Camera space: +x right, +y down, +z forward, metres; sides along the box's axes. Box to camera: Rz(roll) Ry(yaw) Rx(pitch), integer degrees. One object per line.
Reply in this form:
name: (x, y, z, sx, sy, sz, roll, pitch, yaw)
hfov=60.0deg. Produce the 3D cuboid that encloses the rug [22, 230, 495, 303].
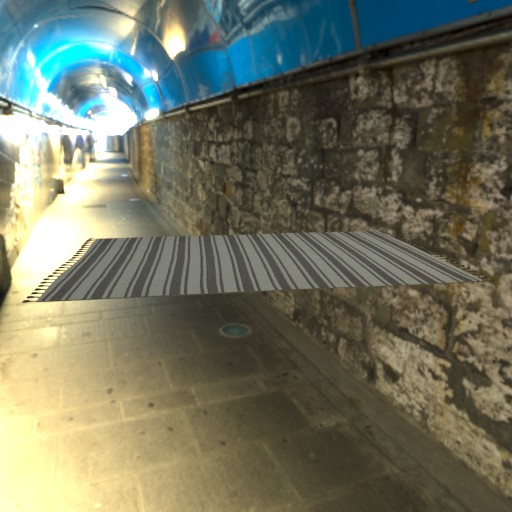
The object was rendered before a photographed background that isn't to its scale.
rug: (0.000, 0.000, 2.505, 2.096, 0.011, 1.229, -2, 15, -8)
